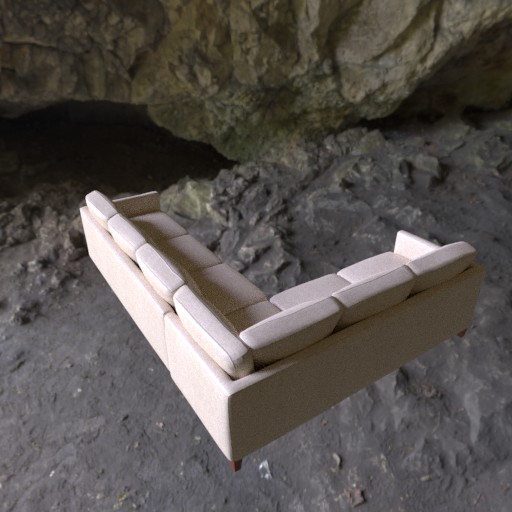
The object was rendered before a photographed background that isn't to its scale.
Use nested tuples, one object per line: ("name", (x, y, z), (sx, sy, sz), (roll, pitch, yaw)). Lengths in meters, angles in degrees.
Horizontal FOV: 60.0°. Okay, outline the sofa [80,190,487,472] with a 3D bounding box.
("sofa", (0.000, 0.000, 4.434), (2.593, 0.947, 3.302), (-18, 34, -29))
